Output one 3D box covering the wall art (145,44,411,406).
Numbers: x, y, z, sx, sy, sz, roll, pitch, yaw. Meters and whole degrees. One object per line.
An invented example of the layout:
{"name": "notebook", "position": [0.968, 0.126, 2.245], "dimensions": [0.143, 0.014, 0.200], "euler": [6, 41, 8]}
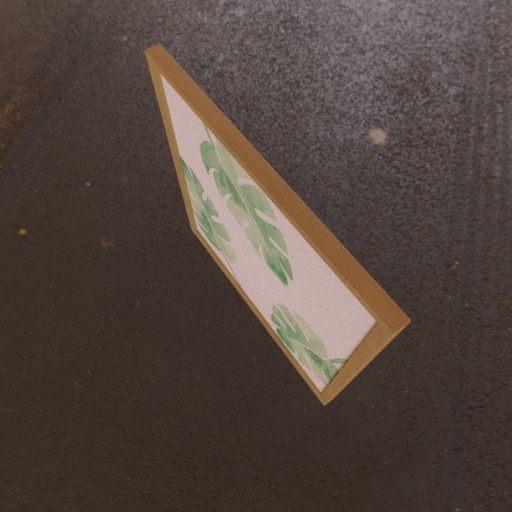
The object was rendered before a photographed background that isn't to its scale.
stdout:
{"name": "wall art", "position": [0.000, 0.000, 1.150], "dimensions": [0.037, 0.763, 0.763], "euler": [-33, 68, -15]}
